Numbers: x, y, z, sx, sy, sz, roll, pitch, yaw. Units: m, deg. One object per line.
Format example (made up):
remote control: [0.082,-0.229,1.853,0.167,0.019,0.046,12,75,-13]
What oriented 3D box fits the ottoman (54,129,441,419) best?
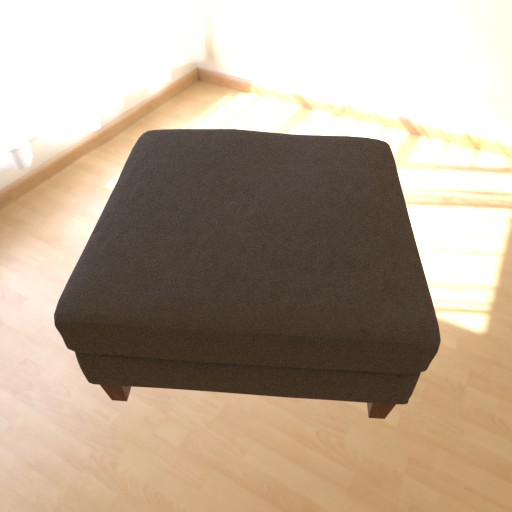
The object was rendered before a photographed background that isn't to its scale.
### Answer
ottoman: [0.000,0.000,1.394,0.881,0.482,0.861,3,45,3]
